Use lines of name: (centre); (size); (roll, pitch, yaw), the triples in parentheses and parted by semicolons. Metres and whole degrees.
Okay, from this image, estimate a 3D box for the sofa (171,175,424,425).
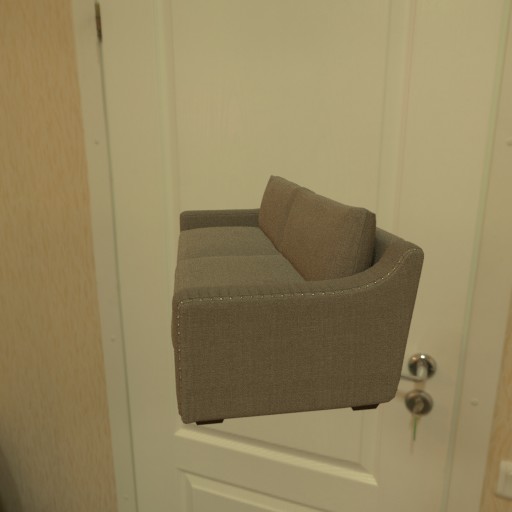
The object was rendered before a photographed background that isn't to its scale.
sofa: (0.000, 0.000, 2.765); (1.000, 0.857, 2.208); (-2, 15, -8)
